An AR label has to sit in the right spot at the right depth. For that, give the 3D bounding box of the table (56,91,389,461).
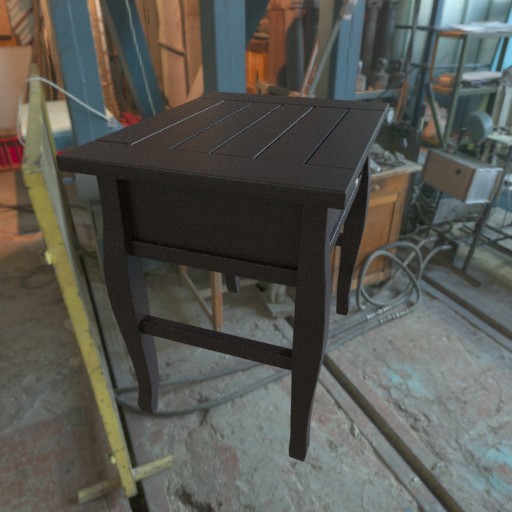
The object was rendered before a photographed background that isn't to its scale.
[{"bbox_3d":[0.000,0.000,1.029,0.460,0.605,0.602,10,32,17],"label":"table"}]
